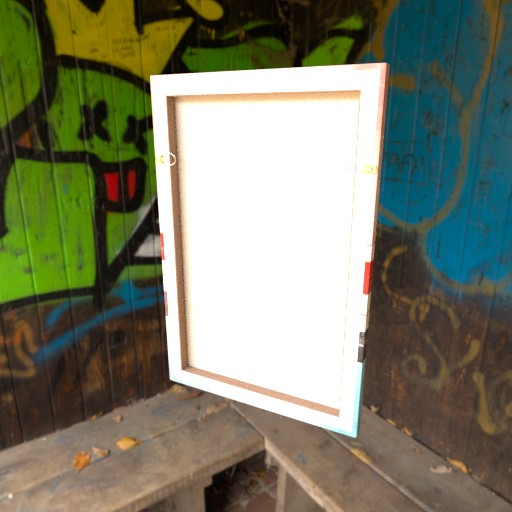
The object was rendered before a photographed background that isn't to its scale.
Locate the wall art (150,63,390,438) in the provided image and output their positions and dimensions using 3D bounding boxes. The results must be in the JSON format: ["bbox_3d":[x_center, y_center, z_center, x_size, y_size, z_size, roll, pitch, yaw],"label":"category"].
[{"bbox_3d":[0.000,0.000,1.179,0.610,0.914,0.038,8,19,26],"label":"wall art"}]
